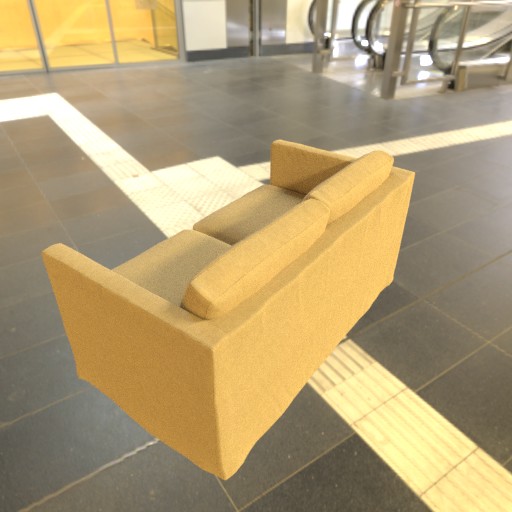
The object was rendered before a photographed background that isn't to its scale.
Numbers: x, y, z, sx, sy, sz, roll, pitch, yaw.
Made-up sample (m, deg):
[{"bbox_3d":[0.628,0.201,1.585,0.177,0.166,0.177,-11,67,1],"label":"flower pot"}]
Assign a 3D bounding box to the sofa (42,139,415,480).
[{"bbox_3d":[0.000,0.000,2.262,0.962,0.835,1.719,22,39,30],"label":"sofa"}]
